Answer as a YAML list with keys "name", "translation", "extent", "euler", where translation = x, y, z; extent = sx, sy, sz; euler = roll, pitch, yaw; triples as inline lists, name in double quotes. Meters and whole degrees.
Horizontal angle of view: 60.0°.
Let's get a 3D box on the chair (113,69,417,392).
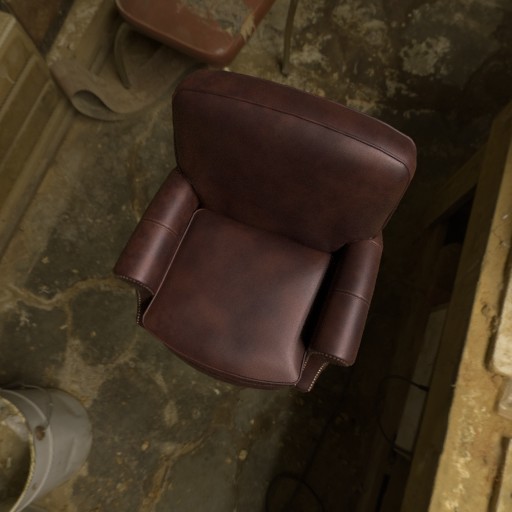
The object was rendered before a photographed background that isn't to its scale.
- name: "chair"
  translation: [0.000, 0.000, 1.733]
  extent: [0.936, 1.018, 0.986]
  euler: [20, 75, 6]
